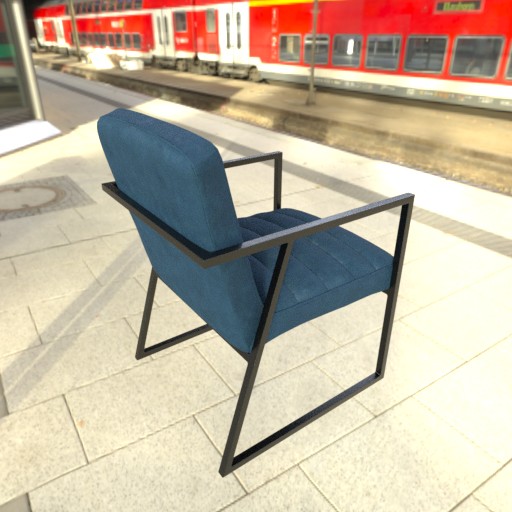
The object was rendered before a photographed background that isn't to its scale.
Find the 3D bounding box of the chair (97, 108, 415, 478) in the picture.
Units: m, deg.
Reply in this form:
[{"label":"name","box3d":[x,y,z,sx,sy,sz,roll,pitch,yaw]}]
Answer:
[{"label":"chair","box3d":[0.000,0.000,1.290,0.677,0.833,0.571,-18,32,-31]}]
